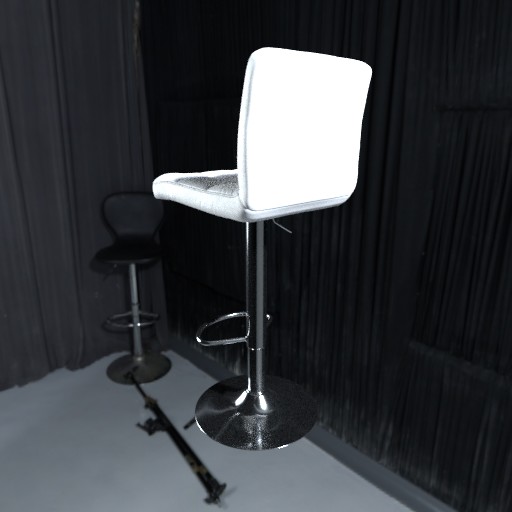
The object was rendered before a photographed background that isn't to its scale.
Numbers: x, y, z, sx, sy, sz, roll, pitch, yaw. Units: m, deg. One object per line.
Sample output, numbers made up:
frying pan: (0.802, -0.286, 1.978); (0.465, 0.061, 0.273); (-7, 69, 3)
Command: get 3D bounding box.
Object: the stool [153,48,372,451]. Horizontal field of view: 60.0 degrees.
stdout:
stool: (0.000, 0.000, 1.386); (0.430, 1.115, 0.505); (-15, 22, -40)
